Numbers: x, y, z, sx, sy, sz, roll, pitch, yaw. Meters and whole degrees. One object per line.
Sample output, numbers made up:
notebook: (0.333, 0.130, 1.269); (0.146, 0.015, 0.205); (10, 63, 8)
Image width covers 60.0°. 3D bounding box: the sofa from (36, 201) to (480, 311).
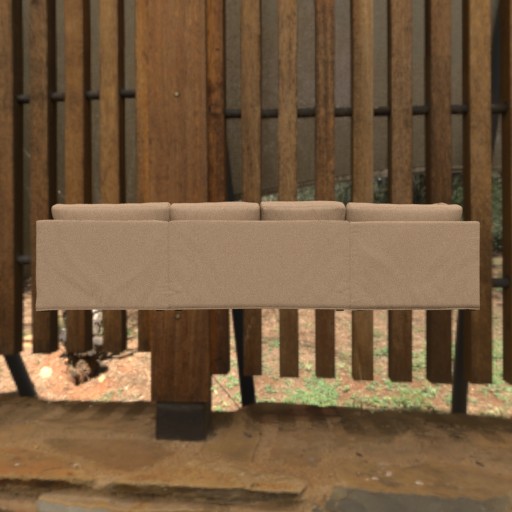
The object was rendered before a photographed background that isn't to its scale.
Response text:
sofa: (0.000, 0.000, 4.611); (3.460, 0.882, 2.427); (0, 0, -1)
